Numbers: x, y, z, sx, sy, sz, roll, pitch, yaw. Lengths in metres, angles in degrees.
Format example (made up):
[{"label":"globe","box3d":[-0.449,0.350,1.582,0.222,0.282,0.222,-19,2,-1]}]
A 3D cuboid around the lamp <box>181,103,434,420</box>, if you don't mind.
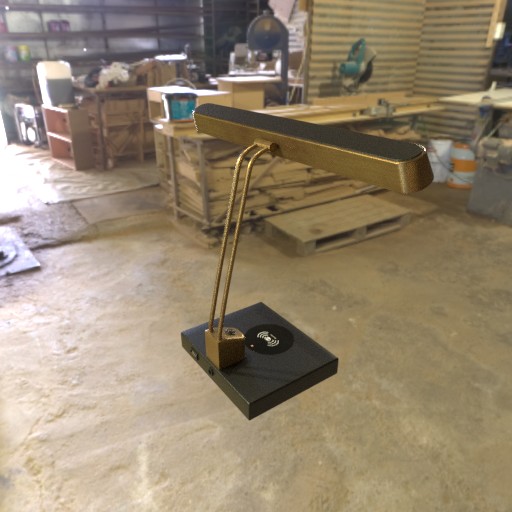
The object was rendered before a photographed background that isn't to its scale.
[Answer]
[{"label":"lamp","box3d":[0.000,0.000,0.587,0.156,0.345,0.412,-17,31,-31]}]
